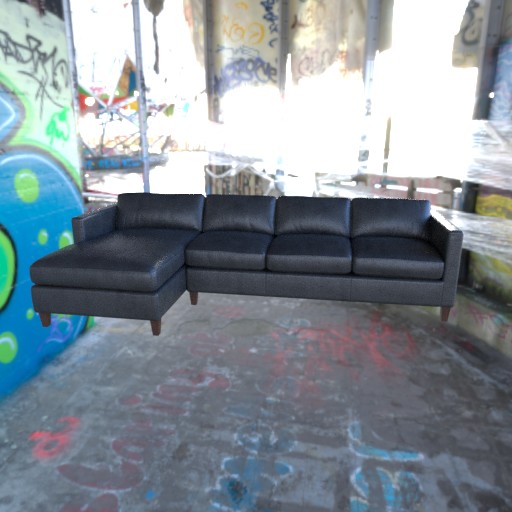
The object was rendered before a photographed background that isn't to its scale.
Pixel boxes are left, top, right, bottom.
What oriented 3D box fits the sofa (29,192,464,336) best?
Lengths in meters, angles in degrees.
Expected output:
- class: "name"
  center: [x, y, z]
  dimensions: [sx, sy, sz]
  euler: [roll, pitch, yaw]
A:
- class: "sofa"
  center: [0.000, 0.000, 3.772]
  dimensions: [3.203, 0.883, 1.581]
  euler: [3, 16, 9]
